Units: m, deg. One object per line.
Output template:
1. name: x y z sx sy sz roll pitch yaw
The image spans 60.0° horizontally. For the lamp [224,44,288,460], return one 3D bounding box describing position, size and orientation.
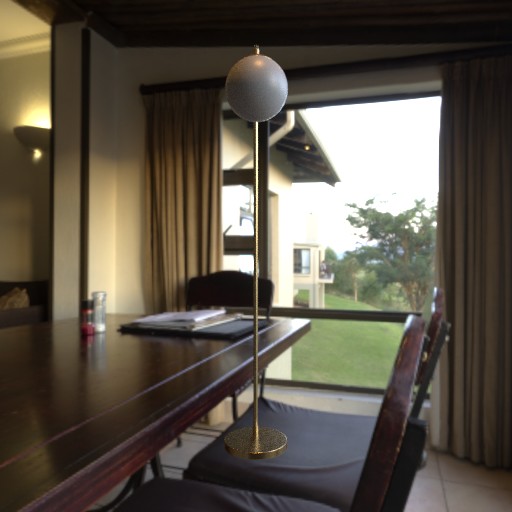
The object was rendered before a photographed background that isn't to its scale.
1. lamp: 0.000 0.000 1.667 0.249 1.505 0.476 0 0 -1
